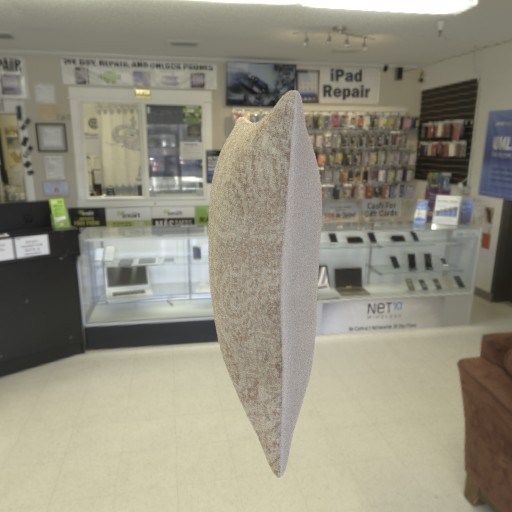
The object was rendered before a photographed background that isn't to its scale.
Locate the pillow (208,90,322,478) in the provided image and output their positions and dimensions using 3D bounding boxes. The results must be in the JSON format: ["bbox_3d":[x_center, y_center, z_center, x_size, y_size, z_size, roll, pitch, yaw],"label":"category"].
[{"bbox_3d":[0.000,0.000,0.802,0.166,0.510,0.523,-2,14,-8],"label":"pillow"}]
